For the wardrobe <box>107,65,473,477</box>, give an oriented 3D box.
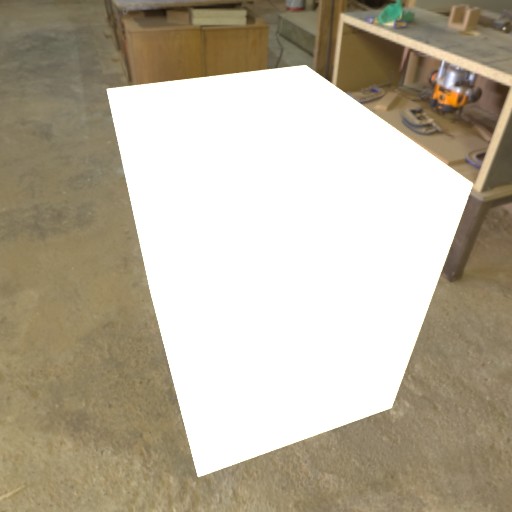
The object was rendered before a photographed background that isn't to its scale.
[{"bbox_3d":[0.000,0.000,0.852,0.400,0.520,0.500,-13,42,-15],"label":"wardrobe"}]
